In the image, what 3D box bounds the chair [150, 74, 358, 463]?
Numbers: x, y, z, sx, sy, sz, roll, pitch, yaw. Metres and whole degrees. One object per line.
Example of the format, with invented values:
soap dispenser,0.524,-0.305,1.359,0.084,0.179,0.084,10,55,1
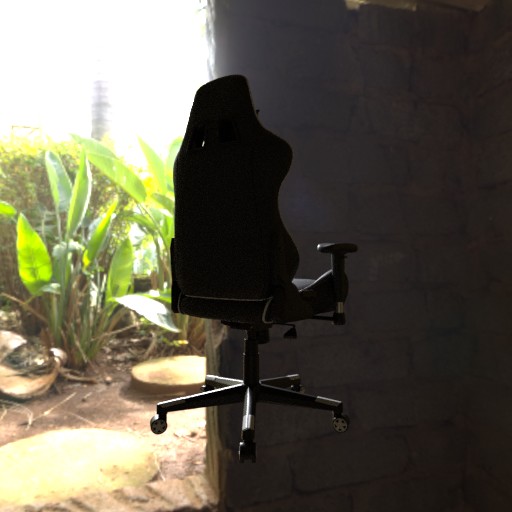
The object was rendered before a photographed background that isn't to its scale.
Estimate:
chair,0.000,0.000,1.701,0.700,1.240,0.700,0,-1,36
